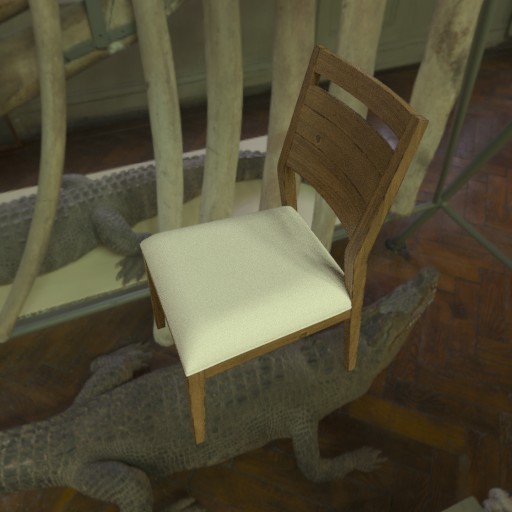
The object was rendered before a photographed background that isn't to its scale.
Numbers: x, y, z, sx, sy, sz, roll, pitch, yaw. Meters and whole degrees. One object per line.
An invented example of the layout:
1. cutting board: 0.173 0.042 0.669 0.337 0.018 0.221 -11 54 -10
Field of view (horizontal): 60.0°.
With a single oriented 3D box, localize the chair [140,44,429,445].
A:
1. chair: 0.000 0.000 1.256 0.610 0.939 0.497 -17 48 -16
